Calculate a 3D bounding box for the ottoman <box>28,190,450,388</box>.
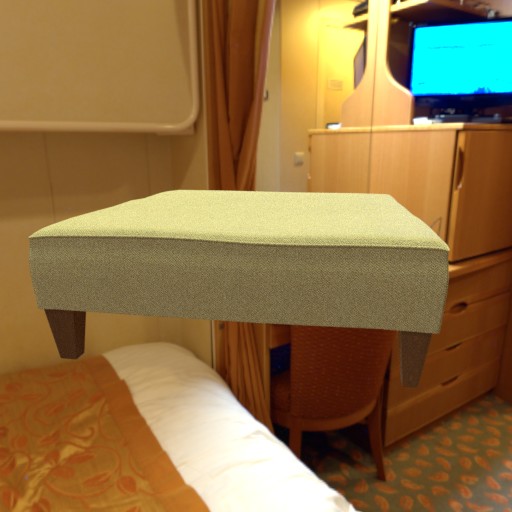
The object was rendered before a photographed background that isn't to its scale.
[{"bbox_3d":[0.000,0.000,1.509,1.004,0.379,0.968,2,15,9],"label":"ottoman"}]
